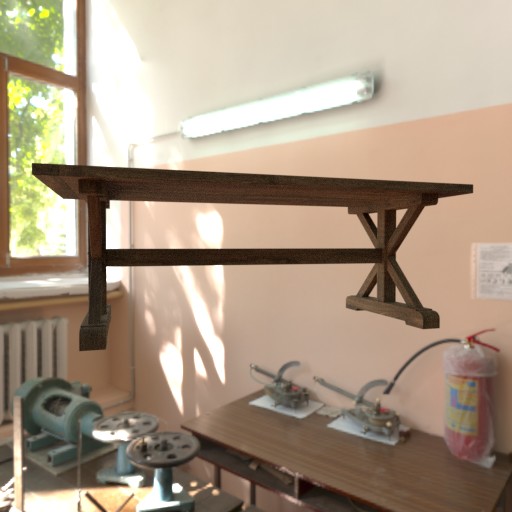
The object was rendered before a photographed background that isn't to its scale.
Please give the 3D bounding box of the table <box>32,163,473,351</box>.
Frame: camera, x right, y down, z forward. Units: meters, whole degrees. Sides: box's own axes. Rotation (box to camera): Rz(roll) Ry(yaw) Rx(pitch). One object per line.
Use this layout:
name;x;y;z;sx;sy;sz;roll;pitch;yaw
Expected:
table;0.000;0.000;2.398;2.031;0.733;0.907;0;1;-17
